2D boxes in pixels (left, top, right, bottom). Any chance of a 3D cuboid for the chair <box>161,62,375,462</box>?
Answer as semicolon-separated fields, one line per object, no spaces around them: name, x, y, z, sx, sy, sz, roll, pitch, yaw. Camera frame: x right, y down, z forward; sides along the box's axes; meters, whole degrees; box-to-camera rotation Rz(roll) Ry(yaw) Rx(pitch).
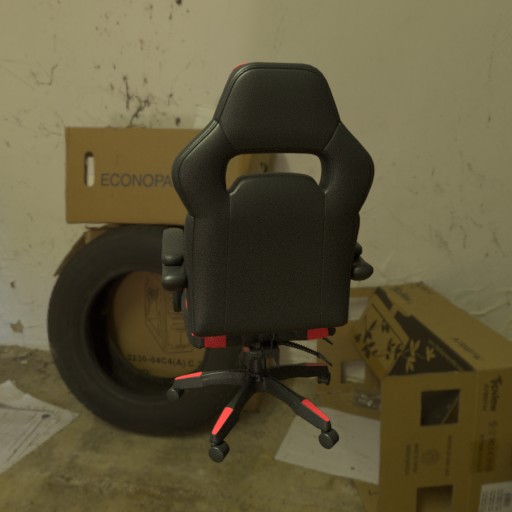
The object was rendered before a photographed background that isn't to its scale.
chair;0.000;0.000;1.615;0.700;1.220;0.700;-3;15;-10
